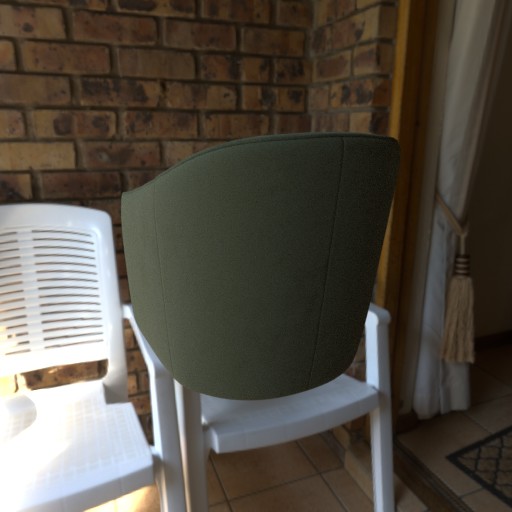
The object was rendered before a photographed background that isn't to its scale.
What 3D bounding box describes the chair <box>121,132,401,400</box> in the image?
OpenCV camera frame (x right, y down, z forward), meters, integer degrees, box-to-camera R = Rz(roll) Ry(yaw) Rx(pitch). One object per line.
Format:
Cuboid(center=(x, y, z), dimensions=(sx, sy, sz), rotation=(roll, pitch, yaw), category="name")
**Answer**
Cuboid(center=(0.000, 0.000, 1.483), dimensions=(0.747, 0.799, 0.875), rotation=(-8, 17, -26), category="chair")
